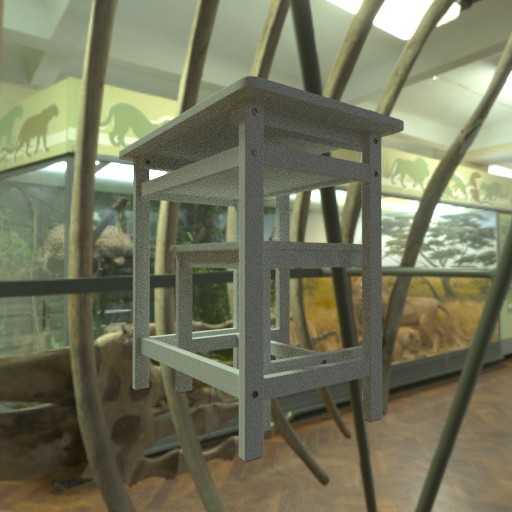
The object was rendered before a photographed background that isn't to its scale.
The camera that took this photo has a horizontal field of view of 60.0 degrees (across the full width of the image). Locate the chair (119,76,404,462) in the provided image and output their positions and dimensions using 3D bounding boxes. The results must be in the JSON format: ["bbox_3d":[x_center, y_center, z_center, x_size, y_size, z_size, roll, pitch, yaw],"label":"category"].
[{"bbox_3d":[0.000,0.000,1.039,0.461,0.673,0.599,0,-1,-36],"label":"chair"}]
